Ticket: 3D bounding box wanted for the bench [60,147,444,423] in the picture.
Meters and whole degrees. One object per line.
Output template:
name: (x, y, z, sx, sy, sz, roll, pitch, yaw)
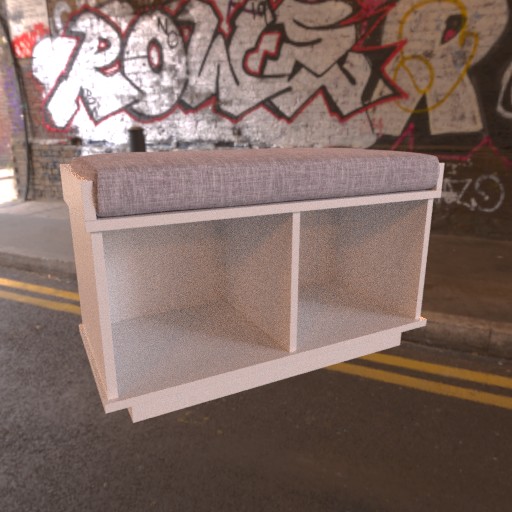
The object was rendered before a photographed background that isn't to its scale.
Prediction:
bench: (0.000, 0.000, 0.987, 0.734, 0.461, 0.362, -8, 18, -26)
